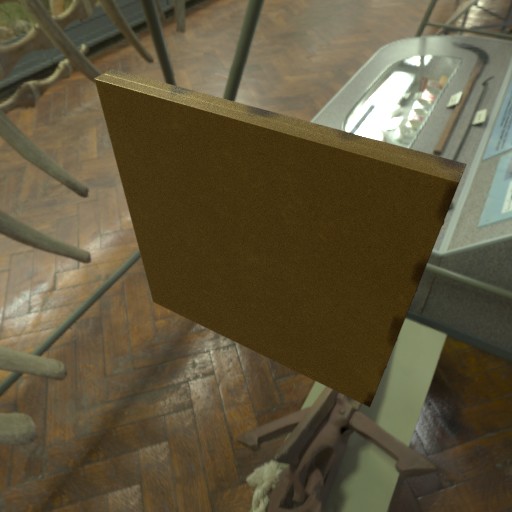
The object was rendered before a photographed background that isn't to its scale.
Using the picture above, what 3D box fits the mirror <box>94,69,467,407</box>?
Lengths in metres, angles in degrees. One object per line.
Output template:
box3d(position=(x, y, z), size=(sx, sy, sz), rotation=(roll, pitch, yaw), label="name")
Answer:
box3d(position=(0.000, 0.000, 0.739), size=(0.509, 0.507, 0.042), rotation=(22, 49, 20), label="mirror")
